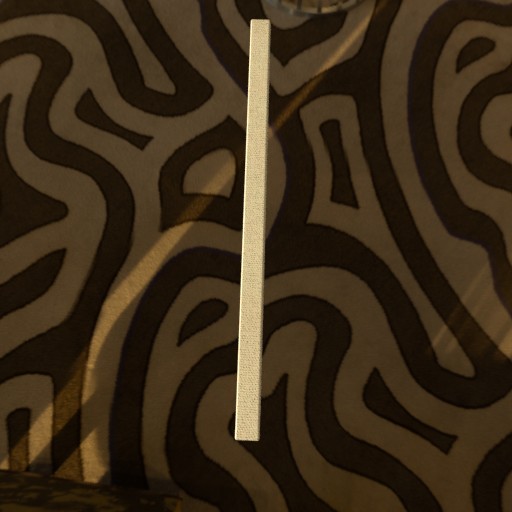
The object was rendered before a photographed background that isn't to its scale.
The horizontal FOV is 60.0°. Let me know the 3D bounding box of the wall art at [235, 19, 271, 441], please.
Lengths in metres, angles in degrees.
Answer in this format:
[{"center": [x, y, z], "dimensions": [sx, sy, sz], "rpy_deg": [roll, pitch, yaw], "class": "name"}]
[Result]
[{"center": [0.000, 0.000, 0.906], "dimensions": [0.034, 0.605, 0.605], "rpy_deg": [2, 77, 0], "class": "wall art"}]
